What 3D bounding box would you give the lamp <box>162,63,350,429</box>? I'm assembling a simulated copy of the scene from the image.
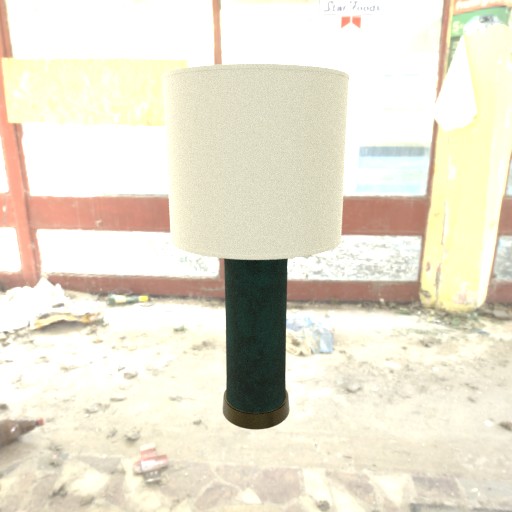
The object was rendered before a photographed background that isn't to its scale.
[{"bbox_3d":[0.000,0.000,0.802,0.301,0.630,0.301,7,17,24],"label":"lamp"}]
